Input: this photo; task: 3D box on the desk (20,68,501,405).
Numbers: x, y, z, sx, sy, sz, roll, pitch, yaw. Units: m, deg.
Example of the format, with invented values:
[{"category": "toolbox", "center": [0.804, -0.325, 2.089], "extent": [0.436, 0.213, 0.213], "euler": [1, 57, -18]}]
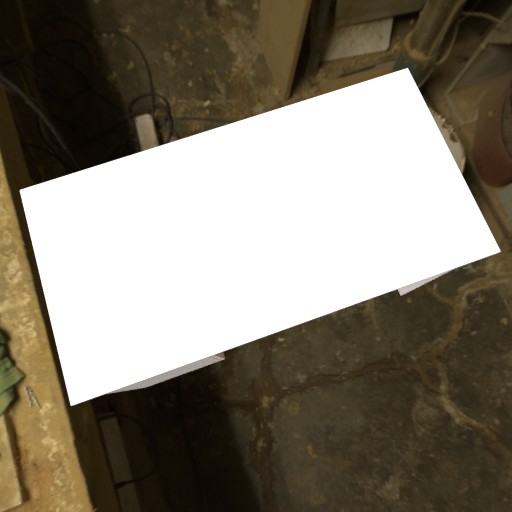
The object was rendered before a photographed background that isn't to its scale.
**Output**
[{"category": "desk", "center": [0.000, 0.000, 1.475], "extent": [1.096, 0.730, 0.560], "euler": [-19, 76, -5]}]
